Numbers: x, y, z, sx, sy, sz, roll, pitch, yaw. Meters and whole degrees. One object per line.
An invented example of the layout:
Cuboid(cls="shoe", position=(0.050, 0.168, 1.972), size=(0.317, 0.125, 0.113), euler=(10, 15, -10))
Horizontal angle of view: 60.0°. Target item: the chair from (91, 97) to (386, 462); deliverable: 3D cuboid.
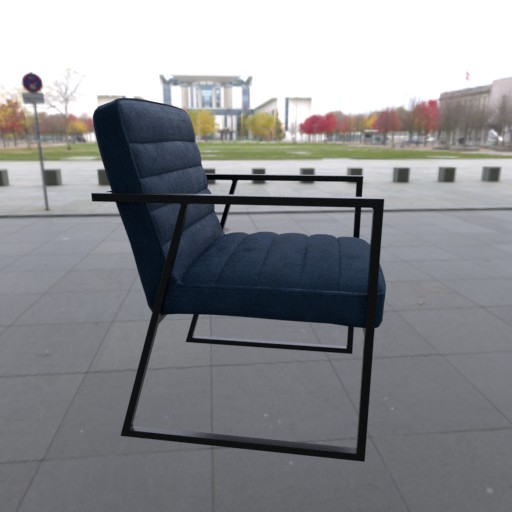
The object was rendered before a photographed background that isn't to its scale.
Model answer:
Cuboid(cls="chair", position=(0.000, 0.000, 1.257), size=(0.677, 0.833, 0.571), euler=(2, 15, 9))
